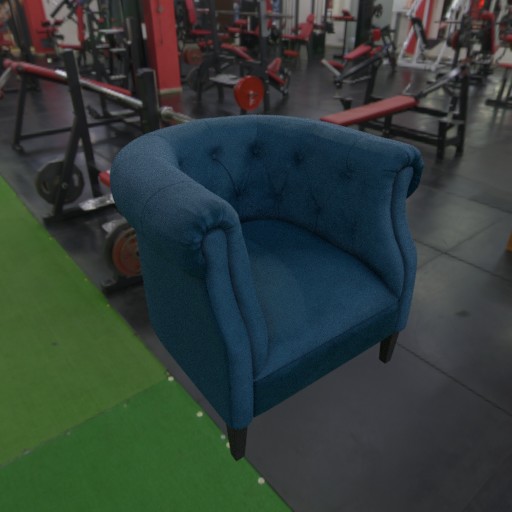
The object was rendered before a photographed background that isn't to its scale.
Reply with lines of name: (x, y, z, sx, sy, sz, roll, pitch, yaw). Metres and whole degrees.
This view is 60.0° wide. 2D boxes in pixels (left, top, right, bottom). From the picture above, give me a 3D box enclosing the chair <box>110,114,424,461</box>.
chair: (0.000, 0.000, 1.585, 0.904, 0.826, 0.851, -21, 37, -31)
